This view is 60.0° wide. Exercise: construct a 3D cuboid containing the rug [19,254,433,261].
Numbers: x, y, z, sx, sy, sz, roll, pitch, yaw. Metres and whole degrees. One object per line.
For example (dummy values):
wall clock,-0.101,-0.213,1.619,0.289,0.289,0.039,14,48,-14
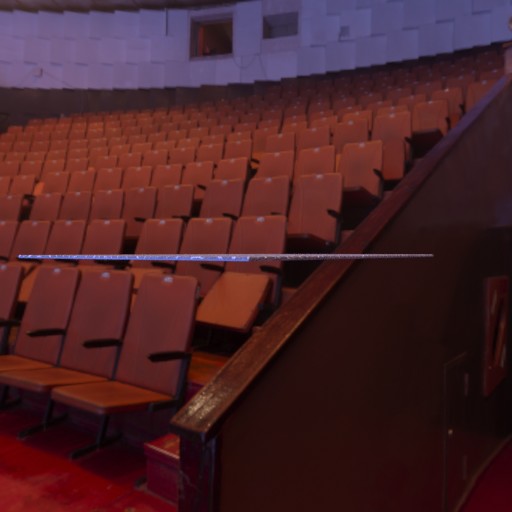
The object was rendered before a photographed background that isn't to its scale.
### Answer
rug,0.000,0.000,2.746,1.543,0.015,2.144,0,1,37
